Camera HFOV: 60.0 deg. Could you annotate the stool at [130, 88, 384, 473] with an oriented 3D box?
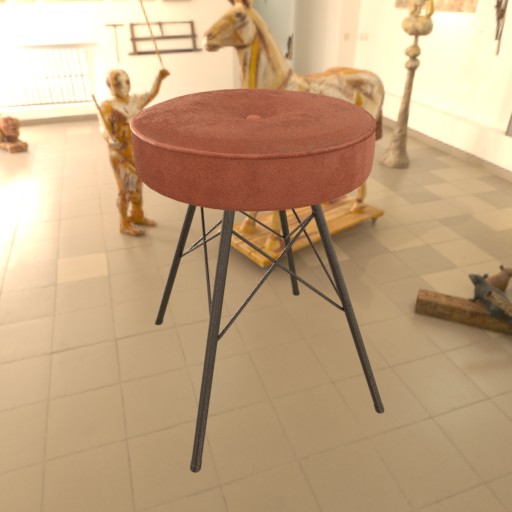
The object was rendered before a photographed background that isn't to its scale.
[{"bbox_3d":[0.000,0.000,0.901,0.421,0.593,0.457,-10,33,-16],"label":"stool"}]
